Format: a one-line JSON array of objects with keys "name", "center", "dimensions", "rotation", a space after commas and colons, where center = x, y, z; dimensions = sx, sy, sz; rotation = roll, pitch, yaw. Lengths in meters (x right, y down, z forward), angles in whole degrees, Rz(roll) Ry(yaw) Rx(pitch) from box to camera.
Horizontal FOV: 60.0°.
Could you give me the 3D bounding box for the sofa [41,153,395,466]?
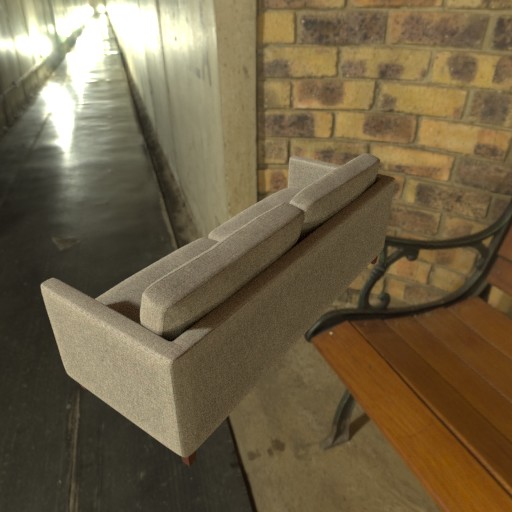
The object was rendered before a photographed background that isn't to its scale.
[{"name": "sofa", "center": [0.000, 0.000, 2.924], "dimensions": [0.948, 0.951, 2.434], "rotation": [20, 37, 30]}]
